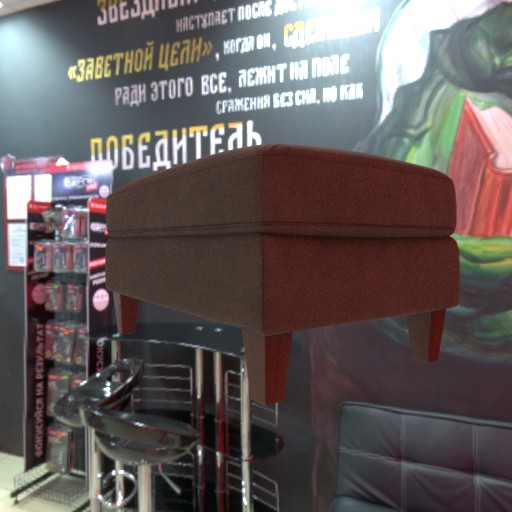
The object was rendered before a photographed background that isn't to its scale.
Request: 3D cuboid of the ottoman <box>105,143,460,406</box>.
[{"bbox_3d":[0.000,0.000,1.205,0.584,0.483,0.864,-1,2,-35],"label":"ottoman"}]
